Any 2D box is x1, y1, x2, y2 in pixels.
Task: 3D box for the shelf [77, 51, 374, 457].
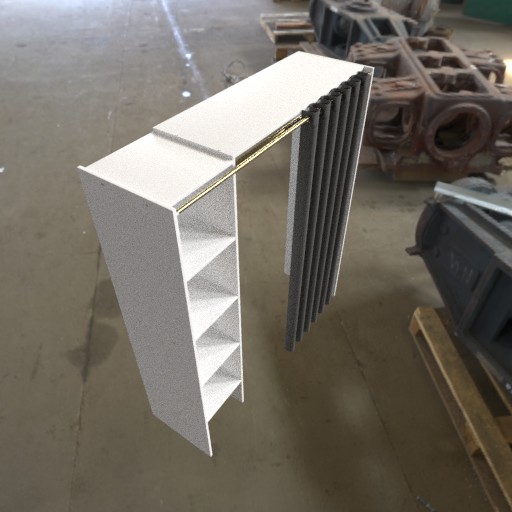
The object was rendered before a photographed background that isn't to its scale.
[{"bbox_3d":[0.000,0.000,2.620,0.500,1.810,1.600,25,48,25],"label":"shelf"}]
